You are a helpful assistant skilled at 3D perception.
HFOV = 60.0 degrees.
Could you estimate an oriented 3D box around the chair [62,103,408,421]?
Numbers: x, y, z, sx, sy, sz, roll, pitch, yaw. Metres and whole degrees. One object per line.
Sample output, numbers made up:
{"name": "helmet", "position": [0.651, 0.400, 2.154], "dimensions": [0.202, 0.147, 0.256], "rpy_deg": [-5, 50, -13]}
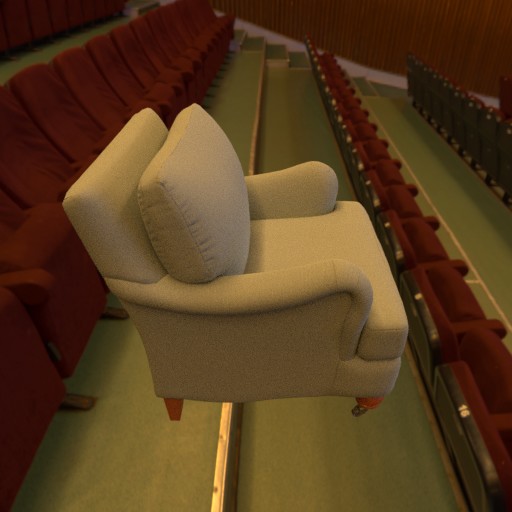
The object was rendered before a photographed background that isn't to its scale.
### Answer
{"name": "chair", "position": [0.000, 0.000, 1.822], "dimensions": [1.070, 1.038, 0.955], "rpy_deg": [1, 34, 1]}
